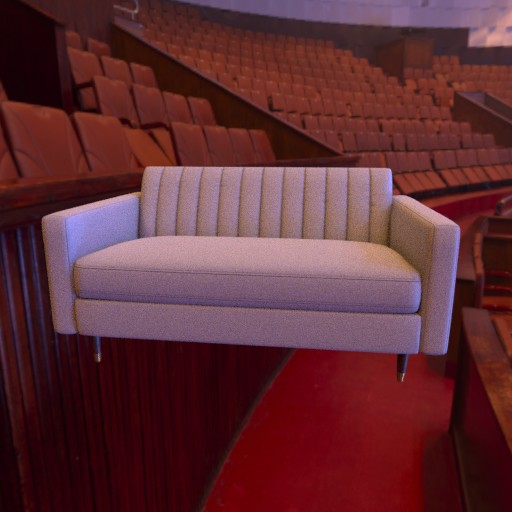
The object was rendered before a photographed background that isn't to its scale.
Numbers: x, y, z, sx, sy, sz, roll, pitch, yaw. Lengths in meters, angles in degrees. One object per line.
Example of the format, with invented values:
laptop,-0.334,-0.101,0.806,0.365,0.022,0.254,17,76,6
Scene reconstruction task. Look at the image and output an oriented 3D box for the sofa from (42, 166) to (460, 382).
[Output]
sofa,0.000,0.000,2.125,1.585,0.801,0.950,2,14,7
